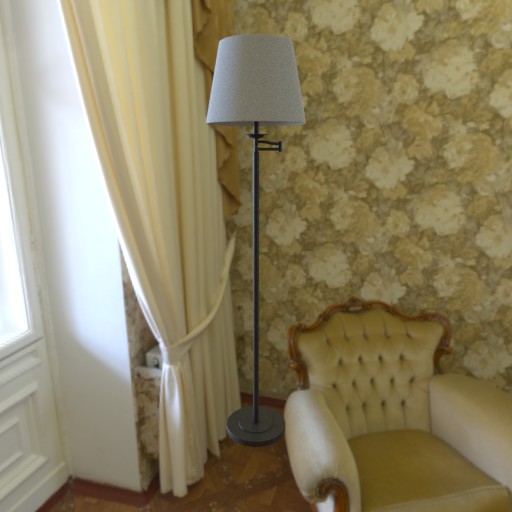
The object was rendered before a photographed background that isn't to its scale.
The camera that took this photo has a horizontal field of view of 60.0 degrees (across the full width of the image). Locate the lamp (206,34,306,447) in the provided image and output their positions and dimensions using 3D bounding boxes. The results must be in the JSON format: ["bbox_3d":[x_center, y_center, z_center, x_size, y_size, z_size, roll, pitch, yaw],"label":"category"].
[{"bbox_3d":[0.000,0.000,1.665,0.348,1.473,0.348,-7,16,-27],"label":"lamp"}]
